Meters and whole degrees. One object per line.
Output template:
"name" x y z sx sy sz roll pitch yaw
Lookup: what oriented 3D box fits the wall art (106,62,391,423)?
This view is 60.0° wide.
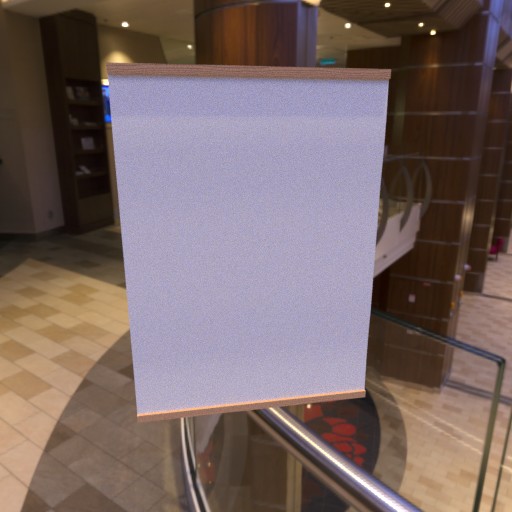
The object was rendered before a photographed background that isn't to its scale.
"wall art" 0.000 0.000 1.284 0.739 1.016 0.020 -3 17 -10
